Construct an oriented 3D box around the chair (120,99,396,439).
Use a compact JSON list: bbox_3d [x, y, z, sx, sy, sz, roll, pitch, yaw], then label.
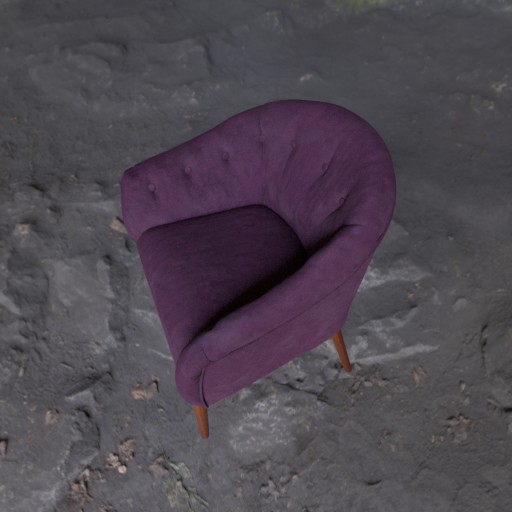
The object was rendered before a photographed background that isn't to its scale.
[{"bbox_3d":[0.000,0.000,1.538,0.776,0.885,0.851,-17,50,-15],"label":"chair"}]
